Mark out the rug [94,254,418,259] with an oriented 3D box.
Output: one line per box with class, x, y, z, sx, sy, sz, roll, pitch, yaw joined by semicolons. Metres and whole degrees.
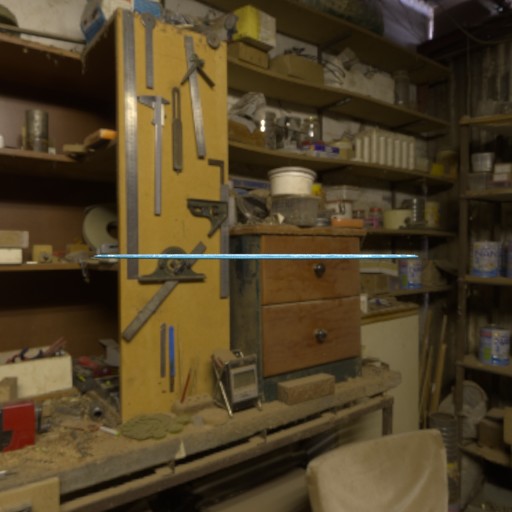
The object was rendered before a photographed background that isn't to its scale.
rug;0.000;0.000;2.318;1.593;0.012;1.593;0;0;0
